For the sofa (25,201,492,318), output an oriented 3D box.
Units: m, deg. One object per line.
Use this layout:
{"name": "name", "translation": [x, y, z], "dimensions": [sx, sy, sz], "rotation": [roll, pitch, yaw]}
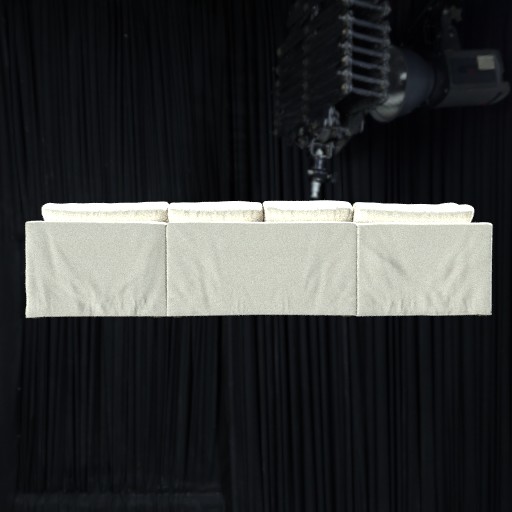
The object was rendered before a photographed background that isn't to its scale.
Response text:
{"name": "sofa", "translation": [0.000, 0.000, 4.444], "dimensions": [3.460, 0.882, 2.427], "rotation": [0, 1, -2]}
